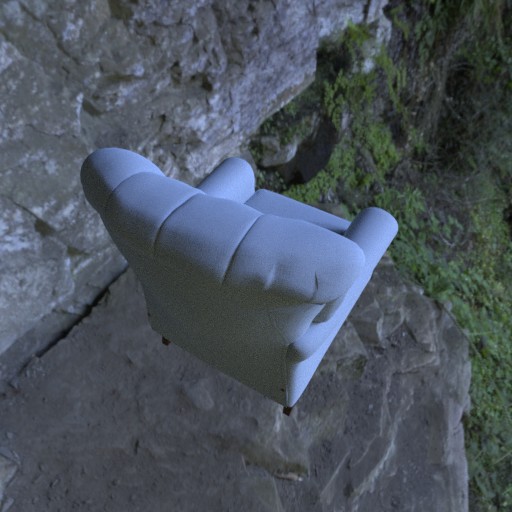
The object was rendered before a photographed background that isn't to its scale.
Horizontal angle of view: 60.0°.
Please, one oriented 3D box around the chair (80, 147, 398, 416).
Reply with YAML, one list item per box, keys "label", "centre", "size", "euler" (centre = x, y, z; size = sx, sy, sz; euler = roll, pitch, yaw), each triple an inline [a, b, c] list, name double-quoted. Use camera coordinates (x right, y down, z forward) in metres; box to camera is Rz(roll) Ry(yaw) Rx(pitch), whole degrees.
- label: "chair"
  centre: [0.000, 0.000, 2.055]
  size: [1.090, 1.217, 1.128]
  euler: [24, 51, 21]
